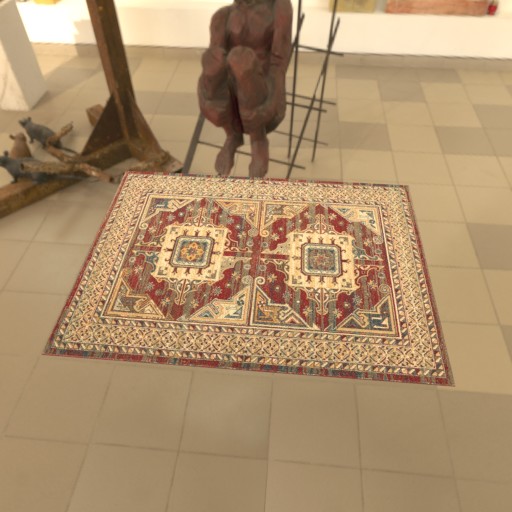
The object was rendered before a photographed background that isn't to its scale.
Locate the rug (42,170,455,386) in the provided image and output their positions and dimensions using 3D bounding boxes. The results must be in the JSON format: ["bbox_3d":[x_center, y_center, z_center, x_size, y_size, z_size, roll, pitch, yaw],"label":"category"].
[{"bbox_3d":[0.000,0.000,4.208,3.197,0.013,2.381,4,48,3],"label":"rug"}]
